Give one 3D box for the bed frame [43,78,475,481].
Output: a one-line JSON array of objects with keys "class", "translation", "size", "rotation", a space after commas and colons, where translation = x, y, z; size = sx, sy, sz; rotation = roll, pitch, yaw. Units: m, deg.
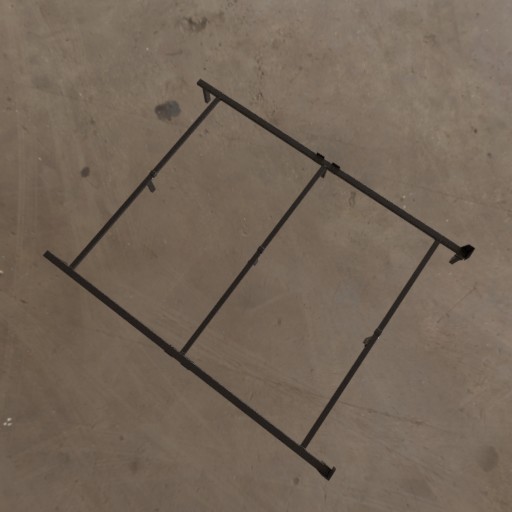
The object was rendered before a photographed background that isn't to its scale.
[{"class": "bed frame", "translation": [0.000, 0.000, 2.628], "size": [1.990, 0.248, 1.498], "rotation": [35, 78, 9]}]
